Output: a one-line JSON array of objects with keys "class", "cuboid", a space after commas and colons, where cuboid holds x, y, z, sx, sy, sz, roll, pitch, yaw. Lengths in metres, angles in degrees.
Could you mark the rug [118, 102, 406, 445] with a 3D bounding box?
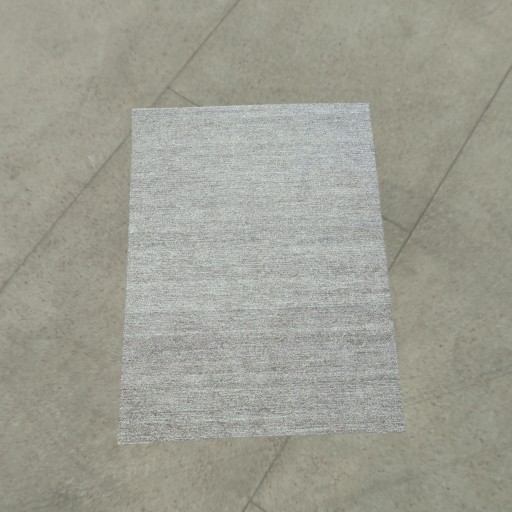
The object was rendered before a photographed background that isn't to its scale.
[{"class": "rug", "cuboid": [0.000, 0.000, 4.129, 2.434, 0.045, 3.202, -2, 75, 0]}]
